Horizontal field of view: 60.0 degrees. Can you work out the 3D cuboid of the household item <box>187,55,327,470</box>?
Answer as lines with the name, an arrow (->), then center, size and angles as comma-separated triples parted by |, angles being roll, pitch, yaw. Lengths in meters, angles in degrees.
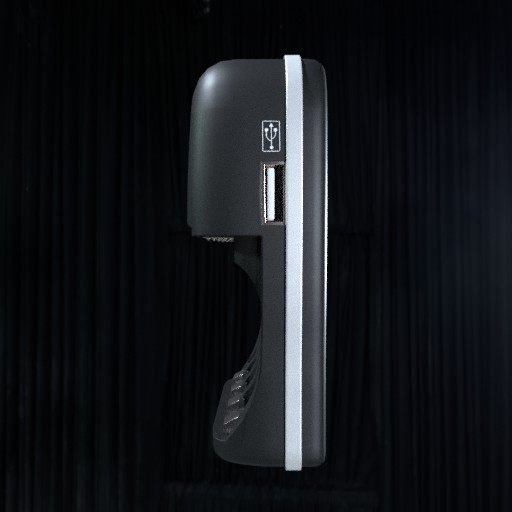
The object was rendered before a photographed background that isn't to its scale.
household item -> 0.000, 0.000, 0.147 | 0.038, 0.114, 0.070 | 0, 1, 1
